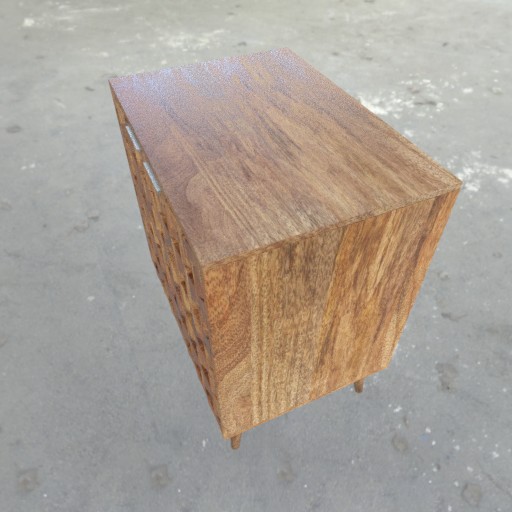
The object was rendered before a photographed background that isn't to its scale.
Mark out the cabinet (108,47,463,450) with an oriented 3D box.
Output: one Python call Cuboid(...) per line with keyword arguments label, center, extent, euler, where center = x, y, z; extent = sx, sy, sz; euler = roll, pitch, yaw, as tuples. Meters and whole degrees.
Cuboid(label="cabinet", center=(0.000, 0.000, 1.153), extent=(0.473, 0.758, 0.647), euler=(-18, 48, -17))
